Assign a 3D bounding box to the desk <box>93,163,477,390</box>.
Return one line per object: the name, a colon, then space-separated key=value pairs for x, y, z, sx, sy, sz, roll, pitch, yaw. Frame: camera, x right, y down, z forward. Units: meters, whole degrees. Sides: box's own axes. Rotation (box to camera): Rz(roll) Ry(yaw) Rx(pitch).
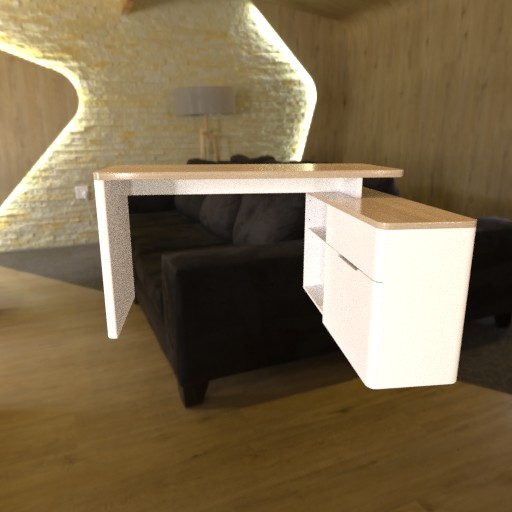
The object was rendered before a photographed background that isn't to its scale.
desk: x=0.000 y=0.000 z=2.048 sx=1.400 sy=0.770 sz=1.175 roll=-2 pitch=15 yaw=-7
